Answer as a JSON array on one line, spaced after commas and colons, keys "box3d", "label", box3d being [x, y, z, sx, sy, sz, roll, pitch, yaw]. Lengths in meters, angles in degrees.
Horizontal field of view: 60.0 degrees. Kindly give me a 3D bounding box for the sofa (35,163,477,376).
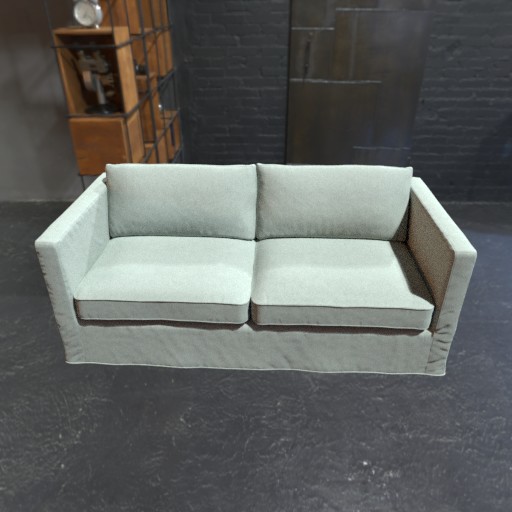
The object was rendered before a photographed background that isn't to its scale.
[{"box3d": [0.000, 0.000, 2.474, 1.987, 0.870, 0.940, 1, 31, 2], "label": "sofa"}]
